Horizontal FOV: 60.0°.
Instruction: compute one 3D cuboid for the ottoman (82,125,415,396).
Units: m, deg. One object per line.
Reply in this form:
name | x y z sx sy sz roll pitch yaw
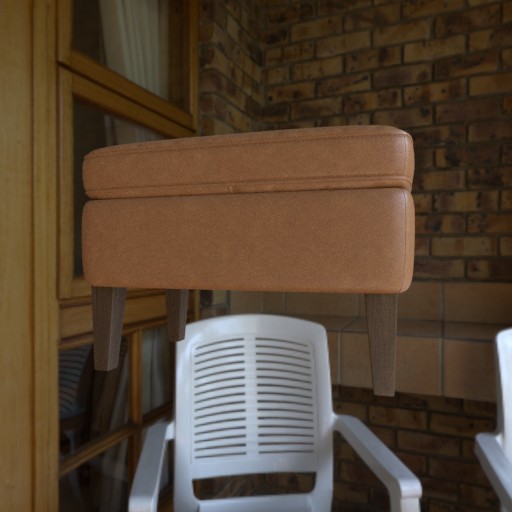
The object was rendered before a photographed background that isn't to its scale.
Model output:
ottoman | 0.000 0.000 1.001 0.670 0.480 0.420 0 0 17
